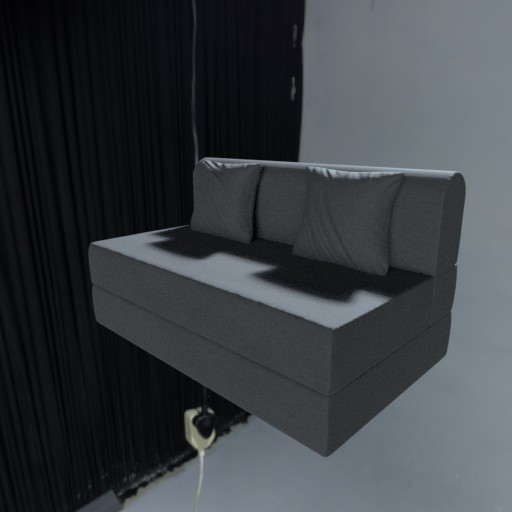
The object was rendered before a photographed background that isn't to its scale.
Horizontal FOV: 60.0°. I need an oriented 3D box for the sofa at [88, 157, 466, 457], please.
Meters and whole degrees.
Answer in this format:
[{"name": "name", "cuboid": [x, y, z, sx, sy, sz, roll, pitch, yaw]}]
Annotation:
[{"name": "sofa", "cuboid": [0.000, 0.000, 1.684, 1.225, 0.670, 0.762, 14, 21, 42]}]
